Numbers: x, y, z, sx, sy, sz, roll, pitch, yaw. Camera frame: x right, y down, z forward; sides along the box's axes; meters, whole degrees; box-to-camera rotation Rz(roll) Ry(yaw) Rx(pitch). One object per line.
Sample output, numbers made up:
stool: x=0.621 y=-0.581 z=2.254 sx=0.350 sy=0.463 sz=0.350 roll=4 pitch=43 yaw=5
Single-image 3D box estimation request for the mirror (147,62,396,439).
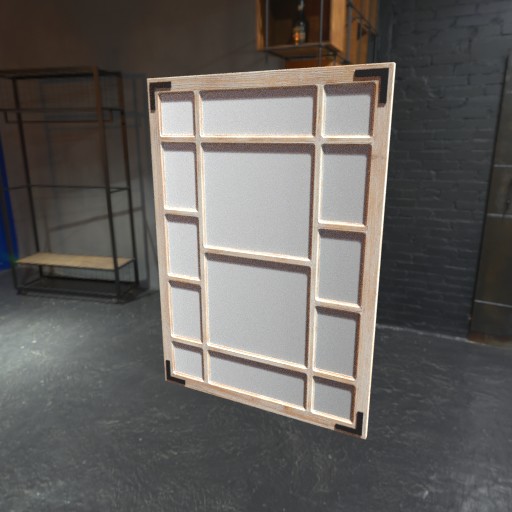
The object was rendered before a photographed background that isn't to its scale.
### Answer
mirror: x=0.000 y=0.000 z=1.289 sx=0.705 sy=0.996 sz=0.025 roll=7 pitch=17 yaw=25
